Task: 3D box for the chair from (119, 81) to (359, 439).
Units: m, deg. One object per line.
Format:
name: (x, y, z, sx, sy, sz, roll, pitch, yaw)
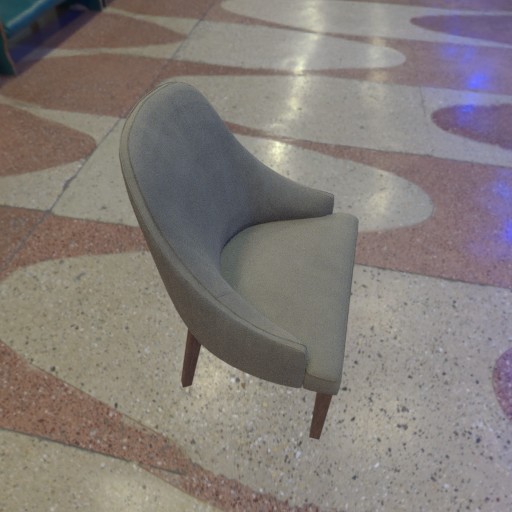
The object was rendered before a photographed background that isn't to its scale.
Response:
chair: (0.000, 0.000, 1.290, 0.575, 0.889, 0.643, 9, 46, 9)
